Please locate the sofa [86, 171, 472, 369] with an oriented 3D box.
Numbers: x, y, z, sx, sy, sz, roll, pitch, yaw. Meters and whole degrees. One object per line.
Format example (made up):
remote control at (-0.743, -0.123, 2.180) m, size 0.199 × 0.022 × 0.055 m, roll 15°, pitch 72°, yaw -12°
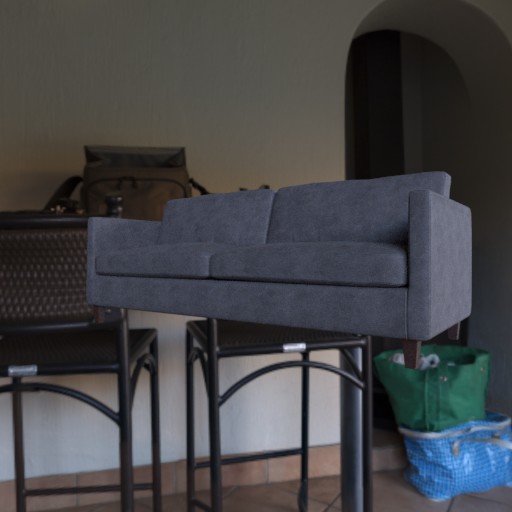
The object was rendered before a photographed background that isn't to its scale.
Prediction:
sofa at (0.000, 0.000, 2.897) m, size 2.434 × 0.965 × 0.951 m, roll 0°, pitch 0°, yaw 36°
